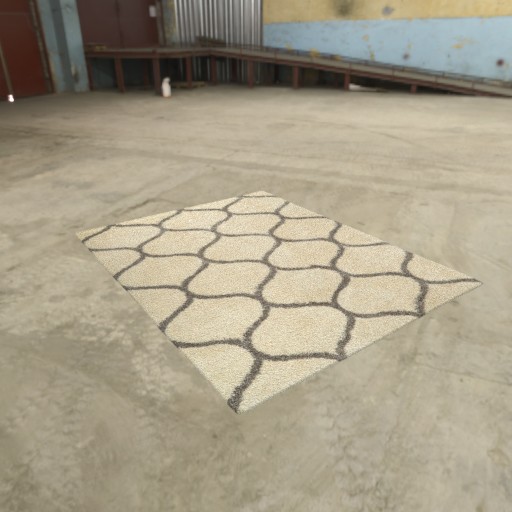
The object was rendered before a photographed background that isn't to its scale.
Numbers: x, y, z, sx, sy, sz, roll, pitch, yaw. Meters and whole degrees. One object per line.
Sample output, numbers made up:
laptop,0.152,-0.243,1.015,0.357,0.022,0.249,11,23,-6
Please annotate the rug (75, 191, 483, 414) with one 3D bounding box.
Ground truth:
rug,0.000,0.000,4.046,2.399,0.026,3.000,-18,31,-32
